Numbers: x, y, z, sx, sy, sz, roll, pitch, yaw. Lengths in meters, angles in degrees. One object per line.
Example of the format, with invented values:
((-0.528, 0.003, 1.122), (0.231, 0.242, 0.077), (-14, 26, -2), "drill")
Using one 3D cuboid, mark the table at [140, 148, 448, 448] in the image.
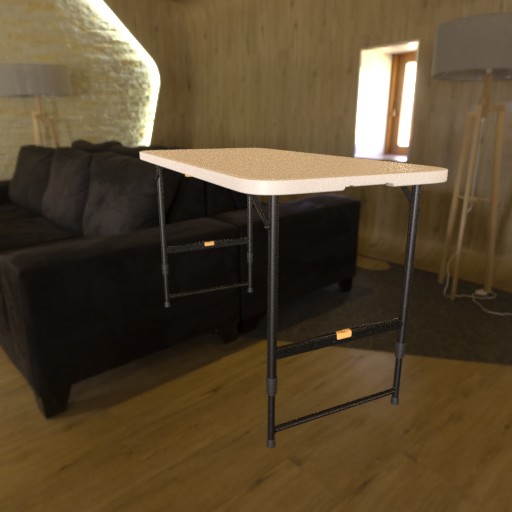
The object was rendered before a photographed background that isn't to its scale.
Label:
((0.000, 0.000, 1.689), (0.611, 0.737, 1.245), (-8, 18, -25), "table")
